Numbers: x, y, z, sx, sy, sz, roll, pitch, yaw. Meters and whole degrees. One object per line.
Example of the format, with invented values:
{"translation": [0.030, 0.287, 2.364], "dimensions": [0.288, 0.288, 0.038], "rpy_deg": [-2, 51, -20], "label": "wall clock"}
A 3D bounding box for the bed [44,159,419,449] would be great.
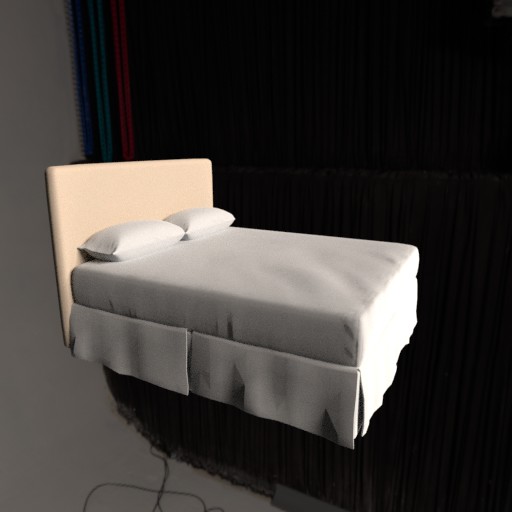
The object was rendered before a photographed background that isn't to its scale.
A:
{"translation": [0.000, 0.000, 3.254], "dimensions": [2.142, 1.330, 1.884], "rpy_deg": [7, 16, 27], "label": "bed"}
